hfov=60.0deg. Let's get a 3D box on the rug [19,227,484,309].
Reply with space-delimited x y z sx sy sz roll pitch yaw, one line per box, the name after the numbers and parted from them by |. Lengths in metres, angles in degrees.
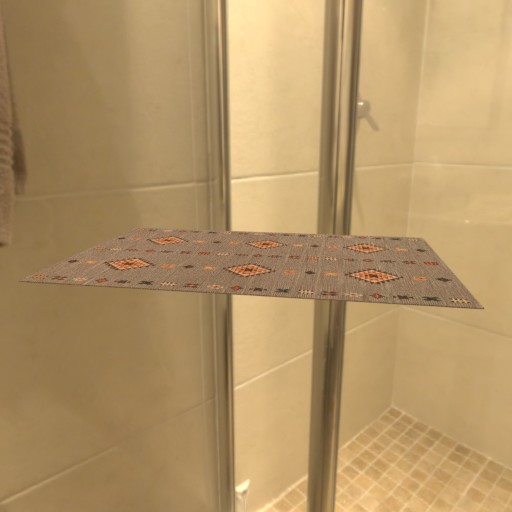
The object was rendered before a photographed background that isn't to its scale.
0.000 0.000 2.992 2.427 0.007 1.515 3 15 9 | rug
